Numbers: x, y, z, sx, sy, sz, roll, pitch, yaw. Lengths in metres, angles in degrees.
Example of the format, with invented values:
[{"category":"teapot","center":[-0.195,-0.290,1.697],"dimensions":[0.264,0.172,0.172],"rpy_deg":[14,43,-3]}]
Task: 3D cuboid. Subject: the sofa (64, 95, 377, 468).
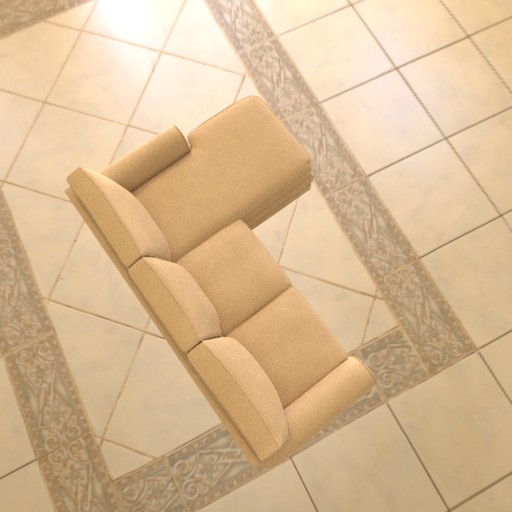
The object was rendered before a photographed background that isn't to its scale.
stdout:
[{"category":"sofa","center":[0.000,0.000,2.390],"dimensions":[1.226,0.734,1.770],"rpy_deg":[-36,77,-9]}]
